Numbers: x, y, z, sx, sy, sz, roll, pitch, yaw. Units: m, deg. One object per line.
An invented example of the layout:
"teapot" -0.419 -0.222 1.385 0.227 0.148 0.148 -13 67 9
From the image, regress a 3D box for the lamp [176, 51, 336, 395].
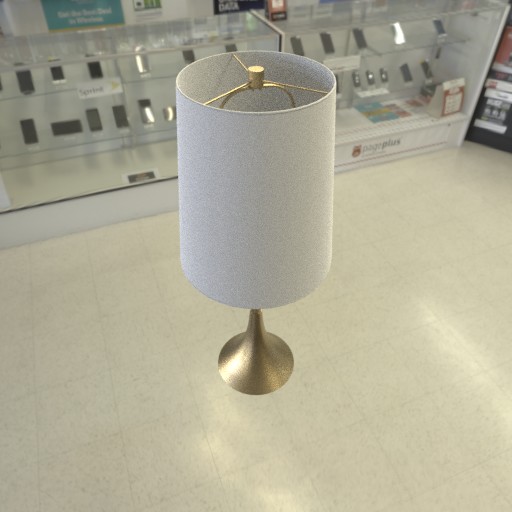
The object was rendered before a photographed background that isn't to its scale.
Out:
"lamp" 0.000 0.000 0.688 0.231 0.569 0.231 0 43 0
